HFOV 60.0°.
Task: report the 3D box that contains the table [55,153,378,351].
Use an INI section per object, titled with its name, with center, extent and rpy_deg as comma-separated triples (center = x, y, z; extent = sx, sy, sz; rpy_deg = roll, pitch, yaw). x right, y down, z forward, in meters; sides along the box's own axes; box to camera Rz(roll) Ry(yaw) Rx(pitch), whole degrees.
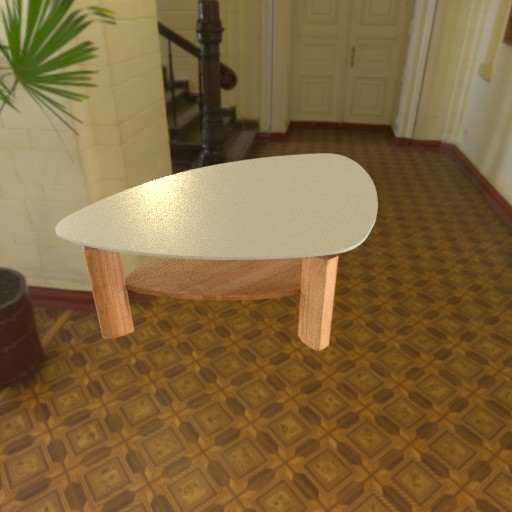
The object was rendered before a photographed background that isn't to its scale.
[table]
center = 0.000, 0.000, 1.657
extent = 1.250, 0.440, 0.850
rpy_deg = -21, 36, -31
